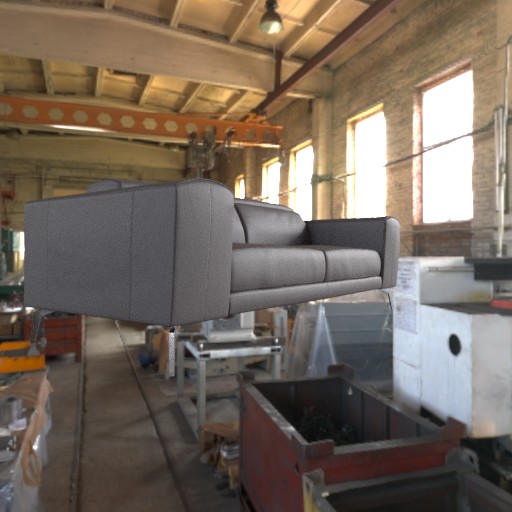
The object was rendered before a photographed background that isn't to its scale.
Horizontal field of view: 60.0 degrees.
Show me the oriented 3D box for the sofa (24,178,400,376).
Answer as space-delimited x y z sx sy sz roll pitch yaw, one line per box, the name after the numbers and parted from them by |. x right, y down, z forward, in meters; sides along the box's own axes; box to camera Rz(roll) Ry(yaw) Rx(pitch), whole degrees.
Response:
0.000 0.000 2.701 1.048 0.814 2.330 0 0 36 | sofa
